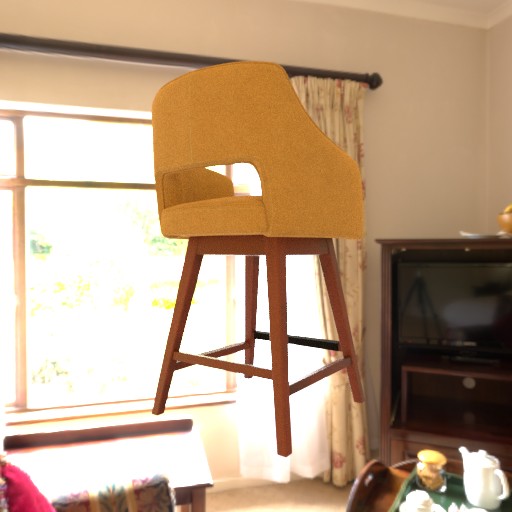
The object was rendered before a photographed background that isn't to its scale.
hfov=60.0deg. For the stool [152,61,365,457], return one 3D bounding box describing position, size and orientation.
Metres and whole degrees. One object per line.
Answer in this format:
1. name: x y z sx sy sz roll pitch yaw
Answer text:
1. stool: 0.000 0.000 1.315 0.548 0.924 0.558 1 1 36
